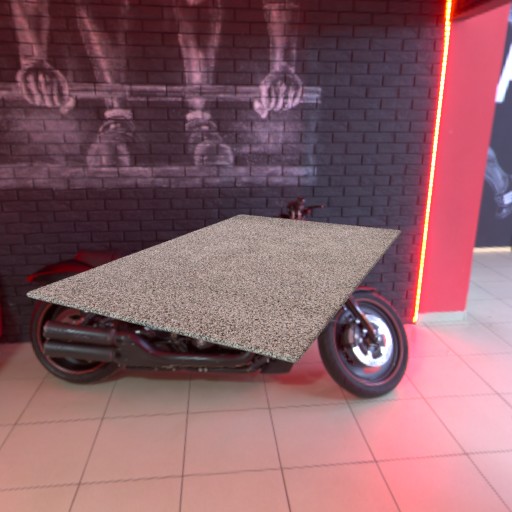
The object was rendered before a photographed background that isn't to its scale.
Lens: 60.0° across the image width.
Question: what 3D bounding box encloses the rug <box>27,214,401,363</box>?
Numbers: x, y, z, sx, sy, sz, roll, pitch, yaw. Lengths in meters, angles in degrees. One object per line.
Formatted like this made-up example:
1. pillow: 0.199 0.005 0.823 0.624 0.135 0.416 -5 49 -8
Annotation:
1. rug: 0.000 0.000 3.498 1.778 0.030 2.743 8 18 25
